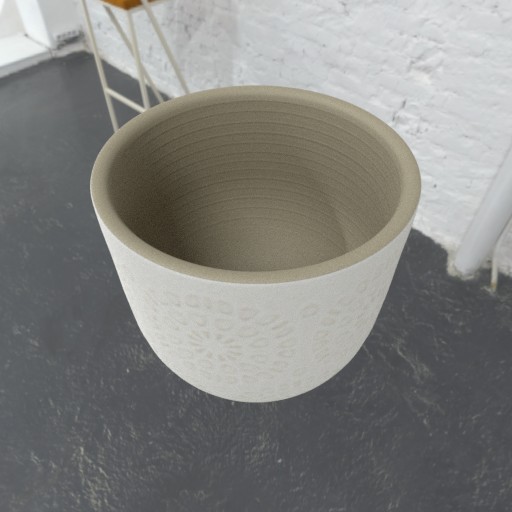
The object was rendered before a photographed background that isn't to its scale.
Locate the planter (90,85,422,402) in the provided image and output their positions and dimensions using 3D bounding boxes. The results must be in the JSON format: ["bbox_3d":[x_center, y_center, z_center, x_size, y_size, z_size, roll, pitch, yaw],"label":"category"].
[{"bbox_3d":[0.000,0.000,0.210,0.124,0.109,0.124,0,47,0],"label":"planter"}]
